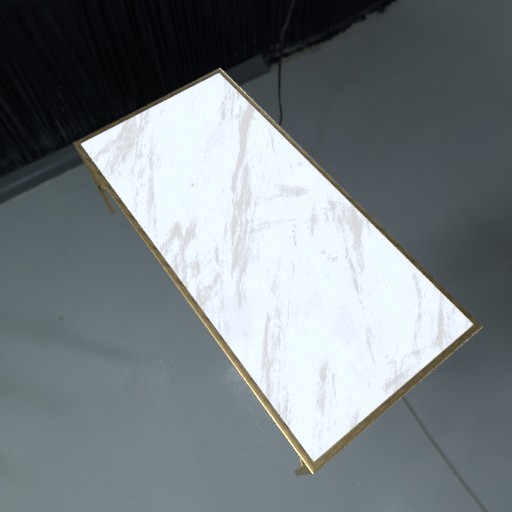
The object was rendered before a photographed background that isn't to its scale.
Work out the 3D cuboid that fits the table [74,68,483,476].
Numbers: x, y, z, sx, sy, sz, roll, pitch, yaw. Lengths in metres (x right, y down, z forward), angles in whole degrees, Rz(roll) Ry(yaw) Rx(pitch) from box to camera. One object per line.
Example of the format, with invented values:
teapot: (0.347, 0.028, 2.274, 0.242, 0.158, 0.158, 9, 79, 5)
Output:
table: (0.000, 0.000, 1.467, 0.577, 0.405, 1.197, -34, 68, -16)
